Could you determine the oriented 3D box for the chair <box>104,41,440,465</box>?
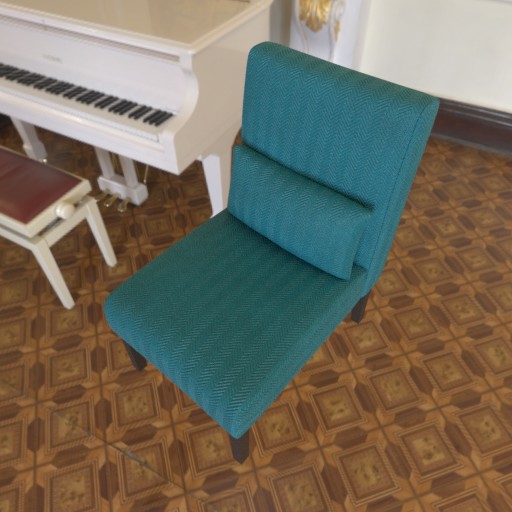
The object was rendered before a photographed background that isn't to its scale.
[{"bbox_3d":[0.000,0.000,1.357,0.579,0.927,0.808,32,55,26],"label":"chair"}]
